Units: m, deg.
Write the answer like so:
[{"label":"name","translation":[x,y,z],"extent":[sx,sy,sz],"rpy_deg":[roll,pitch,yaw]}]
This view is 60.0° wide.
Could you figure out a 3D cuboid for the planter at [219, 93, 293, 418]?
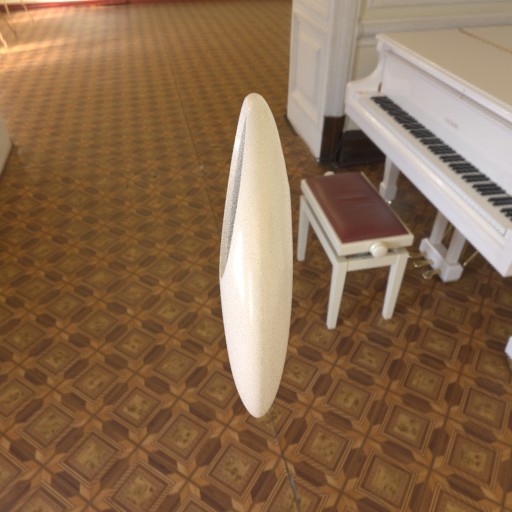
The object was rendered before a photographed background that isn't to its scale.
[{"label":"planter","translation":[0.000,0.000,0.274],"extent":[0.043,0.188,0.185],"rpy_deg":[0,40,0]}]
